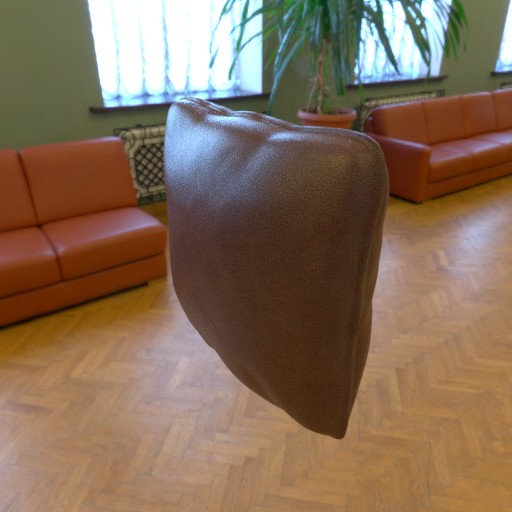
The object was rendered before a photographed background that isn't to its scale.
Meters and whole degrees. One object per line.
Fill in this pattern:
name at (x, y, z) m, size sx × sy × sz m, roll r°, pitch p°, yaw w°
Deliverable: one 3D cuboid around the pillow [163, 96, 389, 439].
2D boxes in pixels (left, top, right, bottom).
pillow at (0.000, 0.000, 0.822) m, size 0.236 × 0.523 × 0.532 m, roll -18°, pitch 32°, yaw -32°
